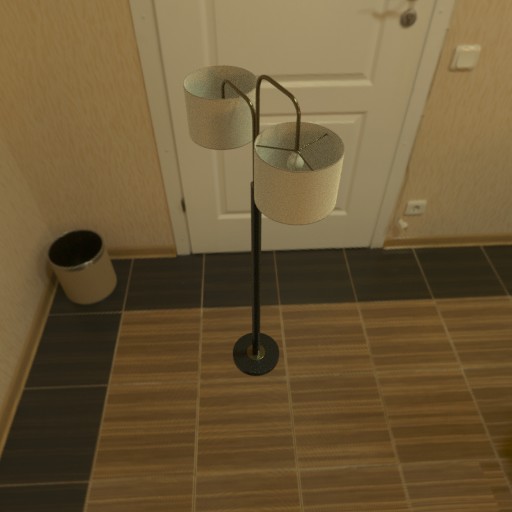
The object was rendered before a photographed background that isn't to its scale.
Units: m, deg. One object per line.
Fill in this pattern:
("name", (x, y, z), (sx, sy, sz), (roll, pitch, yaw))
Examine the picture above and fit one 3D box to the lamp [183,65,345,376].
("lamp", (0.000, 0.000, 1.856), (0.254, 1.587, 0.711), (-24, 51, -21))
